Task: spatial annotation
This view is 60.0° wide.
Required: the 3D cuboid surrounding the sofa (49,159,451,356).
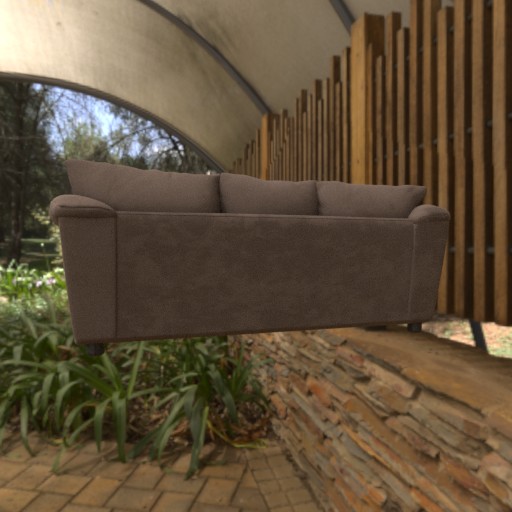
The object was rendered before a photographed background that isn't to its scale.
[{"bbox_3d":[0.000,0.000,2.781,2.377,0.981,0.893,0,1,-19],"label":"sofa"}]
